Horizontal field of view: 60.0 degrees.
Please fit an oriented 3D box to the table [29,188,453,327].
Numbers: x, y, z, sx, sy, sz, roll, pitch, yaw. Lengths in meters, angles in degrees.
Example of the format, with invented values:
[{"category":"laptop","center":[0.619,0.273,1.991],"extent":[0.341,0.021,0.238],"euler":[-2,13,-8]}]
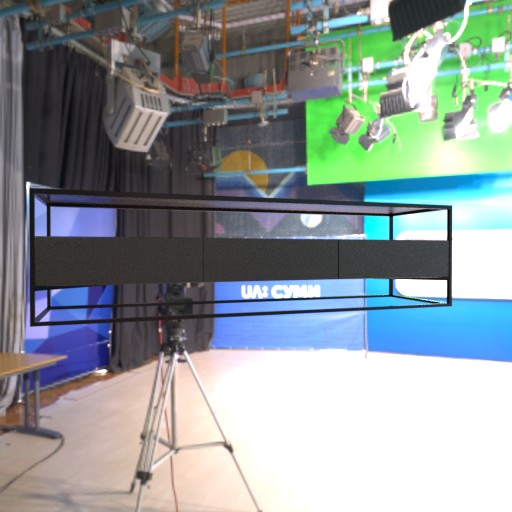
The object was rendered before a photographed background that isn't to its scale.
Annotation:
[{"category":"table","center":[0.000,0.000,1.679],"extent":[1.486,0.395,0.399],"euler":[0,1,-18]}]
